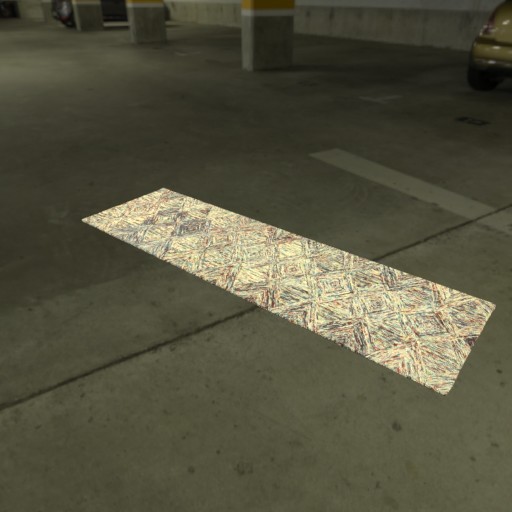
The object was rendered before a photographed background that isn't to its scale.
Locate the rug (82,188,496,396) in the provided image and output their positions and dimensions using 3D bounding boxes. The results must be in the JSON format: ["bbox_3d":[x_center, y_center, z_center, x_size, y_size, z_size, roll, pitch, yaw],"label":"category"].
[{"bbox_3d":[0.000,0.000,2.429,2.292,0.015,0.688,22,37,32],"label":"rug"}]
